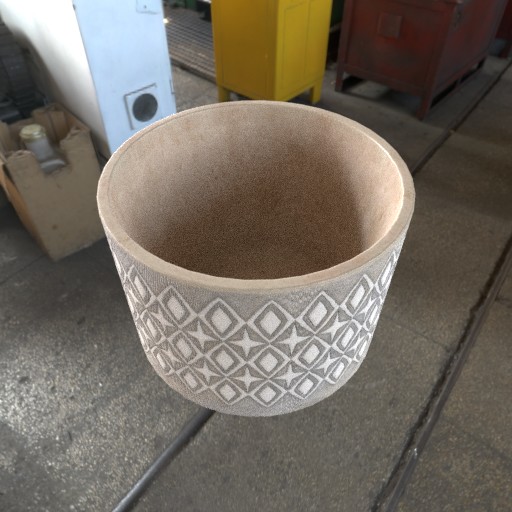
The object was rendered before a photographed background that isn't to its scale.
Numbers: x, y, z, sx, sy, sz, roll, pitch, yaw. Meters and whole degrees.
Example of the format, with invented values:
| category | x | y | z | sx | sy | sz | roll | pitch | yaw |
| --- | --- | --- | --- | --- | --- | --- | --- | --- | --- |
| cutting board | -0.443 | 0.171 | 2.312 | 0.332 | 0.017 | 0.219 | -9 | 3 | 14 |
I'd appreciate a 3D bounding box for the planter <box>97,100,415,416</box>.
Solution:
| category | x | y | z | sx | sy | sz | roll | pitch | yaw |
| --- | --- | --- | --- | --- | --- | --- | --- | --- | --- |
| planter | 0.000 | 0.000 | 0.280 | 0.164 | 0.127 | 0.164 | 0 | 45 | 0 |
